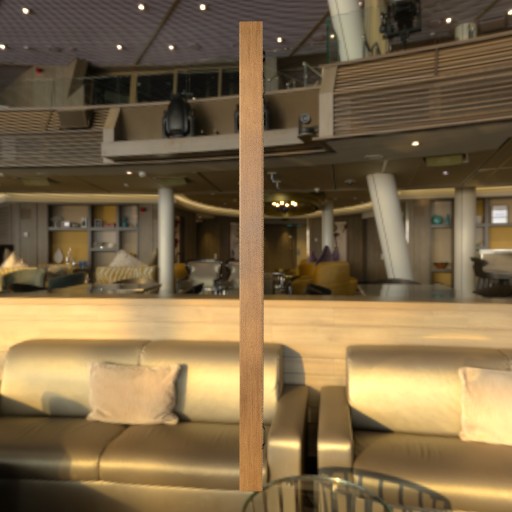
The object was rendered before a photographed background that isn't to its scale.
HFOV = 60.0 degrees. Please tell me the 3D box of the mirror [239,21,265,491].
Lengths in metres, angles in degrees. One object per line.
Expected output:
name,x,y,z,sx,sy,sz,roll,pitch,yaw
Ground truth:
mirror,0.000,0.000,0.923,0.039,0.711,0.508,0,0,1
